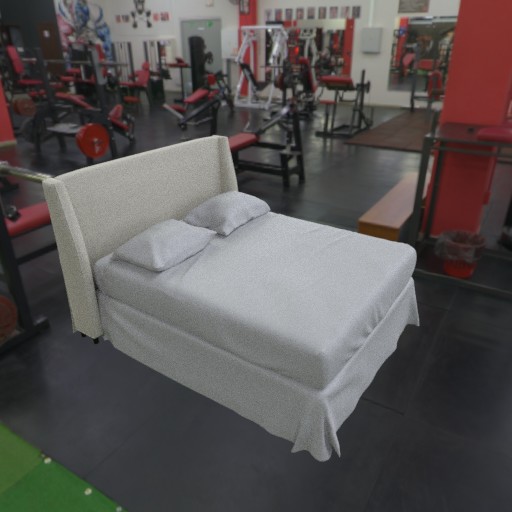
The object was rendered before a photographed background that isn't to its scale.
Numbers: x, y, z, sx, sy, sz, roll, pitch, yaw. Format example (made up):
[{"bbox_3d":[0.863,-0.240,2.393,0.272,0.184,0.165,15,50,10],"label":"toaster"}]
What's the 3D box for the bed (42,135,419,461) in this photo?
[{"bbox_3d":[0.000,0.000,3.430,2.276,1.332,1.925,17,31,30],"label":"bed"}]
